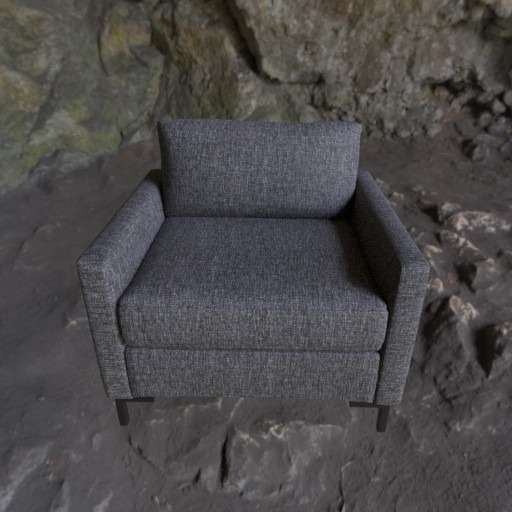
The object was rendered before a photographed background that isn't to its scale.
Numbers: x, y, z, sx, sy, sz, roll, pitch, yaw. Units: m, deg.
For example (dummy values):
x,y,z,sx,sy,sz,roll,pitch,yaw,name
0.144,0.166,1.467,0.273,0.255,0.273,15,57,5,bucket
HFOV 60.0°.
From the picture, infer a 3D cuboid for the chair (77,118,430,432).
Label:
x,y,z,sx,sy,sz,roll,pitch,yaw,name
0.000,0.000,1.606,0.963,0.861,0.866,1,28,2,chair
